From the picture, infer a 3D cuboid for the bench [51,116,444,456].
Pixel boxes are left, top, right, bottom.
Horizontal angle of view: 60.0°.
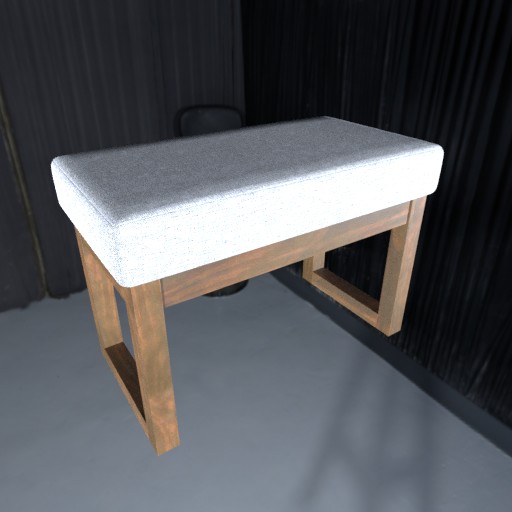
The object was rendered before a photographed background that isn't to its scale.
[{"bbox_3d":[0.000,0.000,0.955,0.681,0.467,0.366,-18,33,-29],"label":"bench"}]
